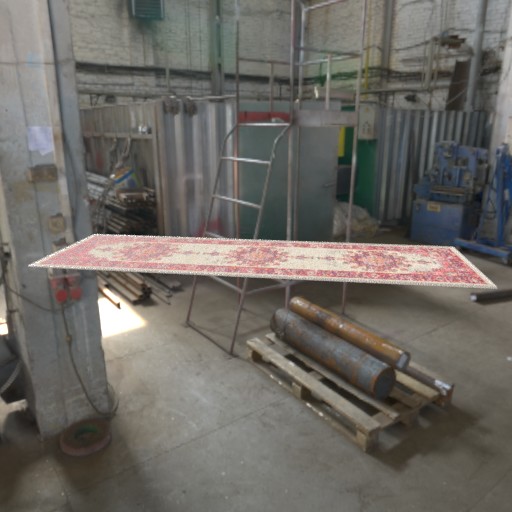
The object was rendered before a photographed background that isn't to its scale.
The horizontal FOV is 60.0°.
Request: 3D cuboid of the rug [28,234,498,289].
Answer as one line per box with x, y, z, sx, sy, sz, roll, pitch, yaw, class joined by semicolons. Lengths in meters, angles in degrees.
0.000;0.000;1.966;1.824;0.009;0.562;2;16;8;rug
